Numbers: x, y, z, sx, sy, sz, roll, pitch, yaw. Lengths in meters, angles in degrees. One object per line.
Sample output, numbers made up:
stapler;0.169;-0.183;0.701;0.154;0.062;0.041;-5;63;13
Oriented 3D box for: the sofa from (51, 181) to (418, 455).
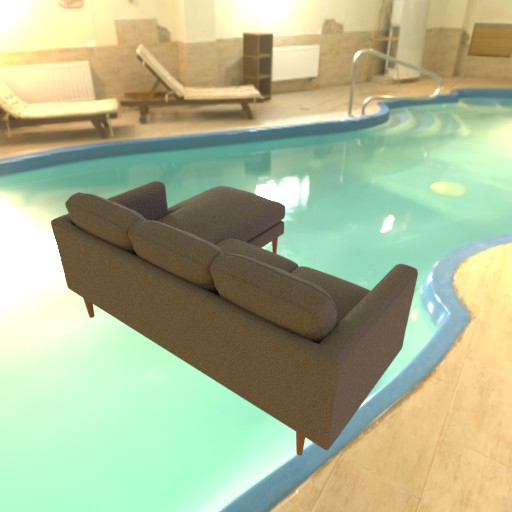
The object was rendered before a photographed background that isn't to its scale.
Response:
sofa;0.000;0.000;2.878;2.031;0.897;1.591;22;37;32
